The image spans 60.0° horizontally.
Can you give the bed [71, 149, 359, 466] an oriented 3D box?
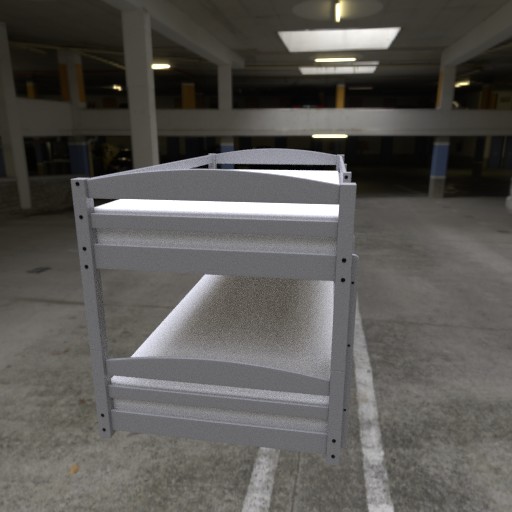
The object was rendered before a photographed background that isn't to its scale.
[{"bbox_3d":[0.000,0.000,2.715,1.105,1.206,2.013,3,16,9],"label":"bed"}]
